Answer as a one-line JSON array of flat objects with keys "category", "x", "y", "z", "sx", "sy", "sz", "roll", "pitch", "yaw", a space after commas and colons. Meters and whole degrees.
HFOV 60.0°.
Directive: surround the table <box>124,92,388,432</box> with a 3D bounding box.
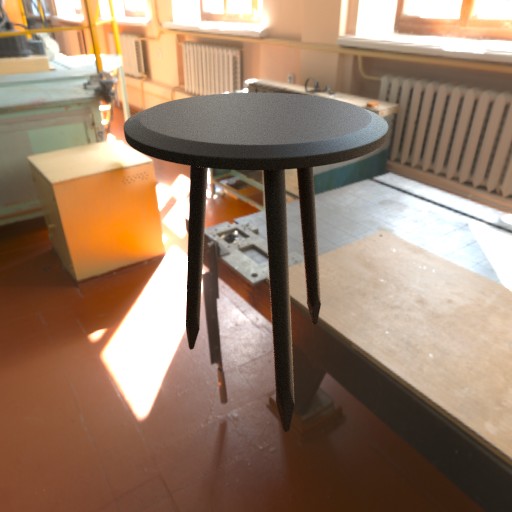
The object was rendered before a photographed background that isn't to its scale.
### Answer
[{"category": "table", "x": 0.000, "y": 0.000, "z": 0.931, "sx": 0.457, "sy": 0.585, "sz": 0.457, "roll": 0, "pitch": 30, "yaw": 0}]
